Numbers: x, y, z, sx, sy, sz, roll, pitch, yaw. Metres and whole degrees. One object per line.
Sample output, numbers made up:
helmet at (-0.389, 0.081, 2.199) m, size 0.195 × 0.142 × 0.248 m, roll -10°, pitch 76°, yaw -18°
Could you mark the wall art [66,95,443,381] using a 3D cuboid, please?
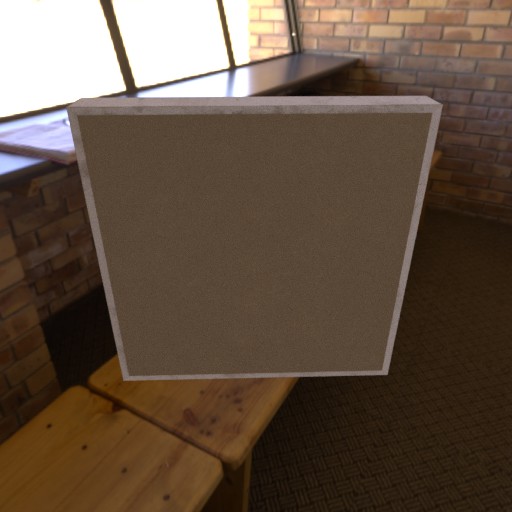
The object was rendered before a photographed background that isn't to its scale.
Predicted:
wall art at (0.000, 0.000, 0.451) m, size 0.305 × 0.303 × 0.038 m, roll -1°, pitch 30°, yaw -1°
